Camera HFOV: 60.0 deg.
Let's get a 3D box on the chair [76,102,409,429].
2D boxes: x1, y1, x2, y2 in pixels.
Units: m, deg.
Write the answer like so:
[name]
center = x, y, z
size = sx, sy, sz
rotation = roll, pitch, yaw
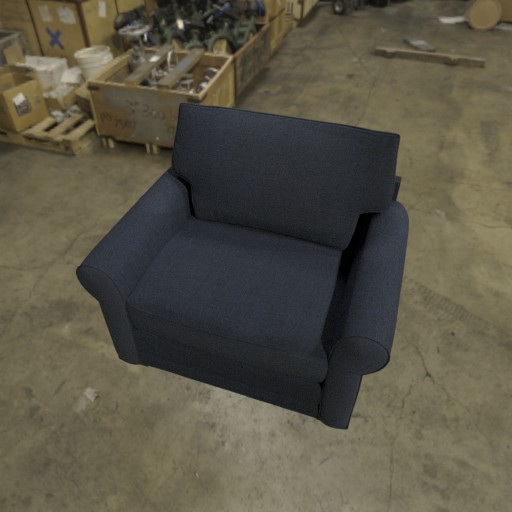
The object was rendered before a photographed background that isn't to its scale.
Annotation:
[chair]
center = 0.000, 0.000, 2.040
size = 1.285, 1.044, 0.963
rotation = 13, 44, 14
